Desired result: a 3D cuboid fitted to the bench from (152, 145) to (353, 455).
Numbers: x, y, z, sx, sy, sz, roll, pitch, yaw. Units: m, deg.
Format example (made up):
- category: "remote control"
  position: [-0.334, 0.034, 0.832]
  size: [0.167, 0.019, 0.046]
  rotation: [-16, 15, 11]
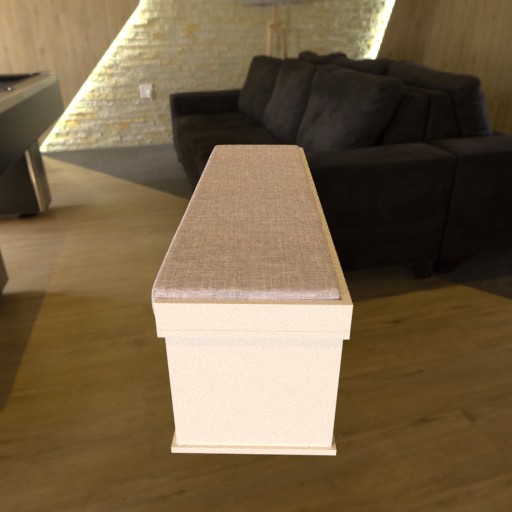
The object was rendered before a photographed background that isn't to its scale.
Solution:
- category: "bench"
  position: [0.000, 0.000, 1.404]
  size: [0.363, 0.453, 1.196]
  rotation: [0, 27, 1]
